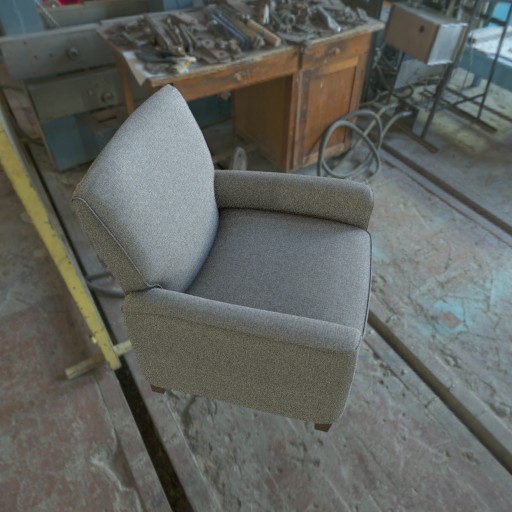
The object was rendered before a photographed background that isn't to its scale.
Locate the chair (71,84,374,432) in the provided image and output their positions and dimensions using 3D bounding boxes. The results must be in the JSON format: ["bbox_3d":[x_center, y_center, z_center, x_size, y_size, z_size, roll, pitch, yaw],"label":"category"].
[{"bbox_3d":[0.000,0.000,1.646,0.864,1.014,0.848,10,46,9],"label":"chair"}]
